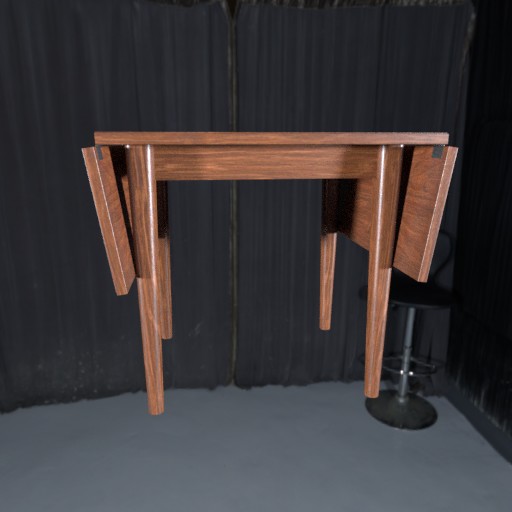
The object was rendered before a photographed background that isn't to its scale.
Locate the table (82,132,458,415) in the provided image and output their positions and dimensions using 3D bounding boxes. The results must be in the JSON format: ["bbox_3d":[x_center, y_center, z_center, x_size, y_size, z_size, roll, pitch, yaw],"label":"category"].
[{"bbox_3d":[0.000,0.000,1.450,0.843,0.763,0.812,-2,15,-7],"label":"table"}]
